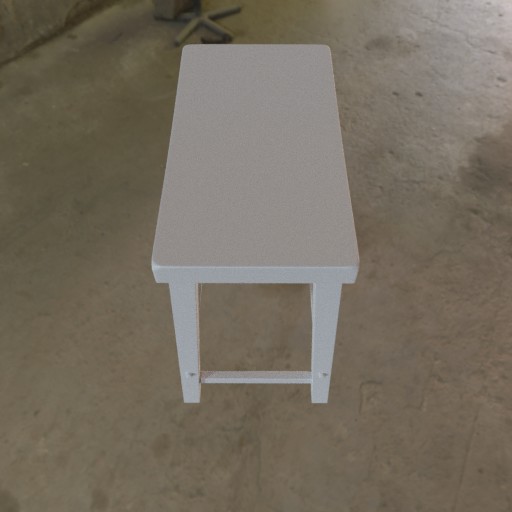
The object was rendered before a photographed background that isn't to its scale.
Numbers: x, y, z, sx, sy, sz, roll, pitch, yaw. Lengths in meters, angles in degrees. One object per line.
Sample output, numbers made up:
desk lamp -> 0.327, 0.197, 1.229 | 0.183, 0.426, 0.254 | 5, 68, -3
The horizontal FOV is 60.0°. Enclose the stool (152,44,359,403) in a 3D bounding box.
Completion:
stool -> 0.000, 0.000, 0.848 | 0.322, 0.610, 0.406 | 0, 58, 0
